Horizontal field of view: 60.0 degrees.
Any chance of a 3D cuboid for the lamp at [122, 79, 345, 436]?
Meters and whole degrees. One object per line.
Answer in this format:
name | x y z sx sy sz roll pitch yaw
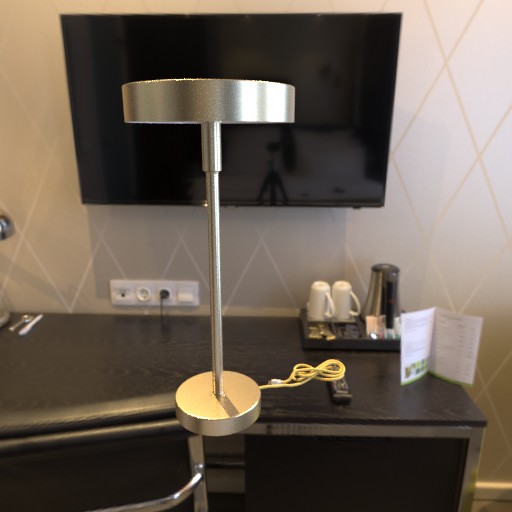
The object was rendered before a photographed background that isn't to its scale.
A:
lamp | 0.000 0.000 0.698 0.369 0.508 0.229 -8 18 -27
